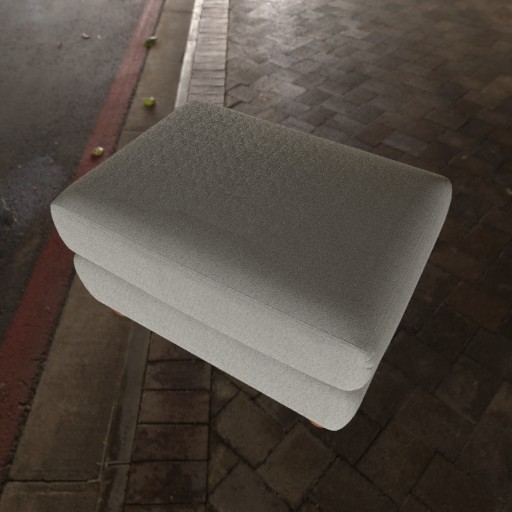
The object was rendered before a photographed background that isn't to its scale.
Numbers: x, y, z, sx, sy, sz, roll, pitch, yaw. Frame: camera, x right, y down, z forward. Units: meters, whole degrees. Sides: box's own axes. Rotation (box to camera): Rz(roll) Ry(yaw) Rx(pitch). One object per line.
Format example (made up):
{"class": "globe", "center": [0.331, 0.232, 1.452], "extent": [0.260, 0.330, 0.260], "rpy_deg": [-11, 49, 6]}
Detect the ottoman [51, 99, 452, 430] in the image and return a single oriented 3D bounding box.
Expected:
{"class": "ottoman", "center": [0.000, 0.000, 1.143], "extent": [0.773, 0.504, 0.569], "rpy_deg": [24, 52, 20]}
